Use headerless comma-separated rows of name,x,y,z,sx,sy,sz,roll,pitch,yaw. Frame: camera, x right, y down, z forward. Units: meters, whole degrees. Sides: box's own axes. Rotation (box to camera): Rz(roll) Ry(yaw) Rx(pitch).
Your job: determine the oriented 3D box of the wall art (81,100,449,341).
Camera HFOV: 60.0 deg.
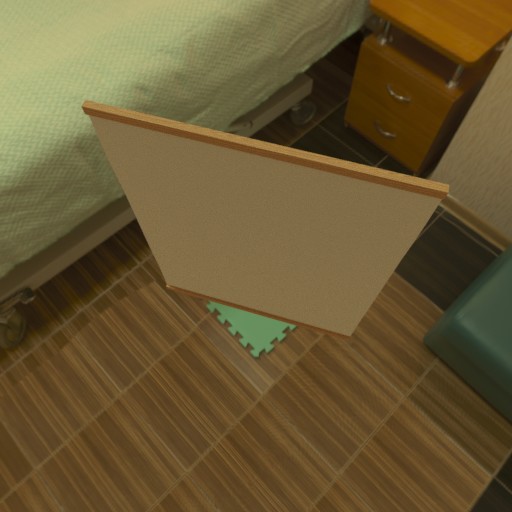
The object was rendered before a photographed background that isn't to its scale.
wall art,0.000,0.000,0.805,0.458,0.605,0.011,15,64,7
